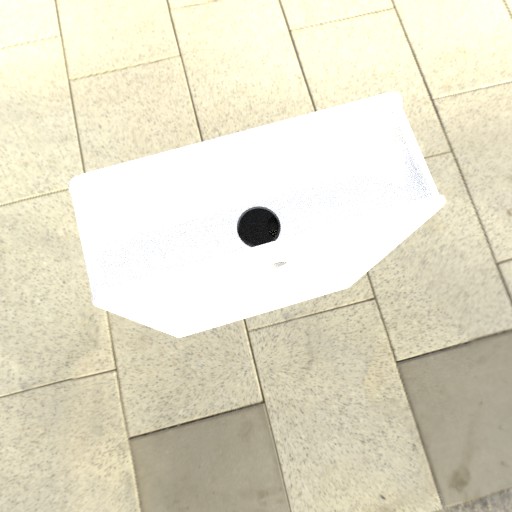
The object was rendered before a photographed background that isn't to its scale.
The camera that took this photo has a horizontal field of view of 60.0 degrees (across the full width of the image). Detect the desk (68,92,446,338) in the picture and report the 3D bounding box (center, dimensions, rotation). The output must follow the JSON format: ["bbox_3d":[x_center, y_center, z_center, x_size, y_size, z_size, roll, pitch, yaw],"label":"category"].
[{"bbox_3d":[0.000,0.000,1.523,0.795,1.190,0.278,-16,76,-4],"label":"desk"}]
